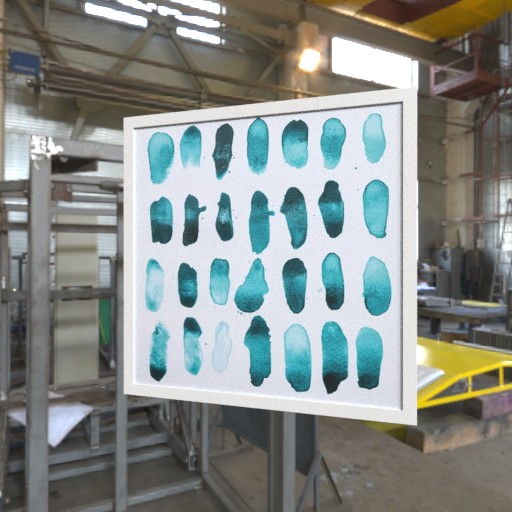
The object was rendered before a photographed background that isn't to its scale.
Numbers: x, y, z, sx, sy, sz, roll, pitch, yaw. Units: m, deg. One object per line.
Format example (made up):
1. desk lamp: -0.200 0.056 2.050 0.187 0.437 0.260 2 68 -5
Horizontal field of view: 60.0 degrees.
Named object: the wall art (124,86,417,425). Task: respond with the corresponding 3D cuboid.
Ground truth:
1. wall art: 0.000 0.000 0.817 0.558 0.559 0.009 0 0 17
